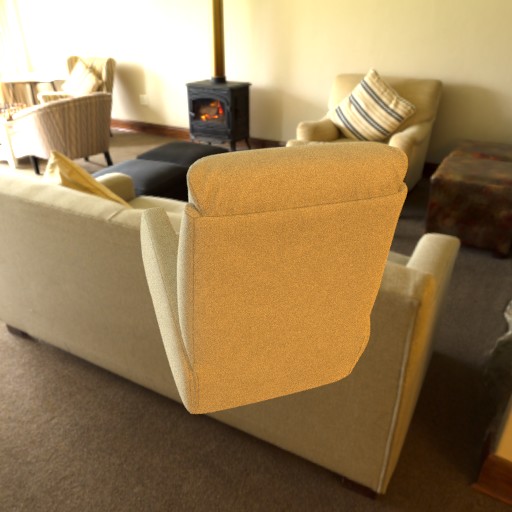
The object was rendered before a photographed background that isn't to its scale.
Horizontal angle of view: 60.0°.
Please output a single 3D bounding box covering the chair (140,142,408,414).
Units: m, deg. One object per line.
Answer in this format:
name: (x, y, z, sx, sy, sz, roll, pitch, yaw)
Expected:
chair: (0.000, 0.000, 1.691, 0.812, 1.015, 0.941, -9, 29, -16)
